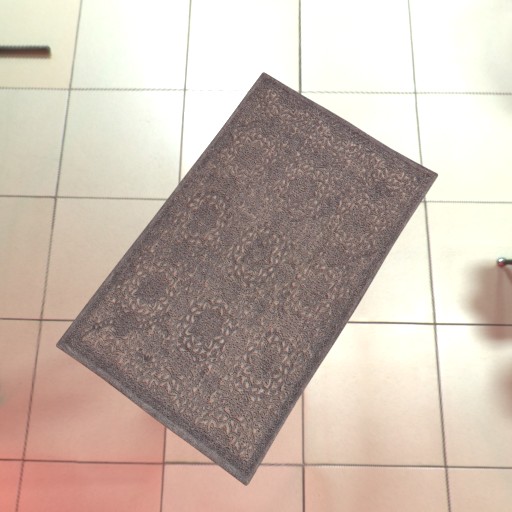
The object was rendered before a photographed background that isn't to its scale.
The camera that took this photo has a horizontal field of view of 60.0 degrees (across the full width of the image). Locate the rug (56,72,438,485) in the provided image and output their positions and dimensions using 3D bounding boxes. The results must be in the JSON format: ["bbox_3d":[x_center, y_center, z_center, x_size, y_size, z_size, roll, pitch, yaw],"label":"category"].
[{"bbox_3d":[0.000,0.000,3.077,1.535,0.022,2.498,33,79,7],"label":"rug"}]
